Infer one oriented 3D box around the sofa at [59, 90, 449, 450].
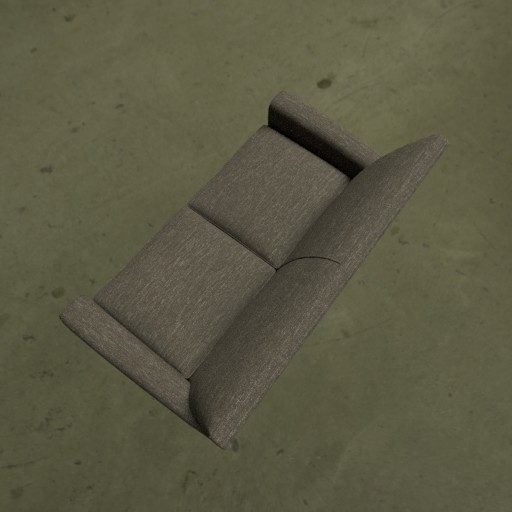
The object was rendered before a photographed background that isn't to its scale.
[{"bbox_3d":[0.000,0.000,2.041,0.867,0.905,1.509,35,70,15],"label":"sofa"}]
